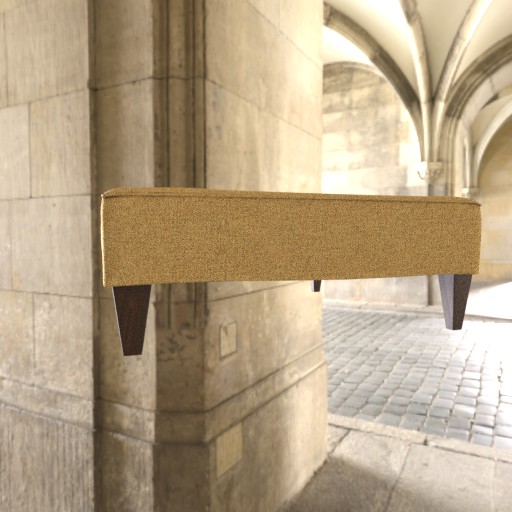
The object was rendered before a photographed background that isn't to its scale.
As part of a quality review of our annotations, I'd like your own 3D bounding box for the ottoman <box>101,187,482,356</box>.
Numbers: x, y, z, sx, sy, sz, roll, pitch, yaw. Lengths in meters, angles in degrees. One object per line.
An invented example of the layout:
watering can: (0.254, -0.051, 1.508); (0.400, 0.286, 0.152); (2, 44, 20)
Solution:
ottoman: (0.000, 0.000, 1.495); (0.970, 0.378, 0.981); (-1, 3, -18)
